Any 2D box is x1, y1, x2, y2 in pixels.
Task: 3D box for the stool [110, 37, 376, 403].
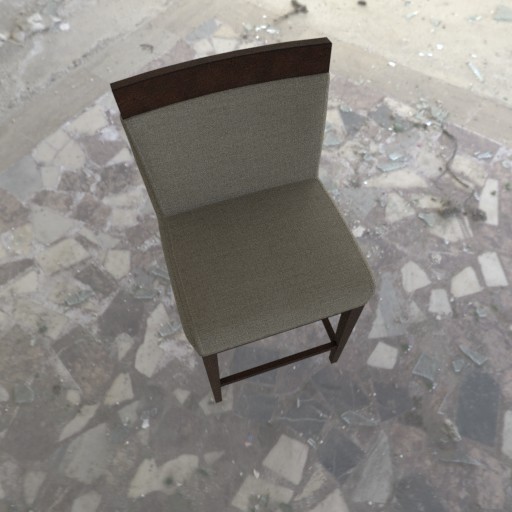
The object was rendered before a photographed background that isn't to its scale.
[{"bbox_3d":[0.000,0.000,1.316,0.512,1.009,0.531,-16,62,-9],"label":"stool"}]
